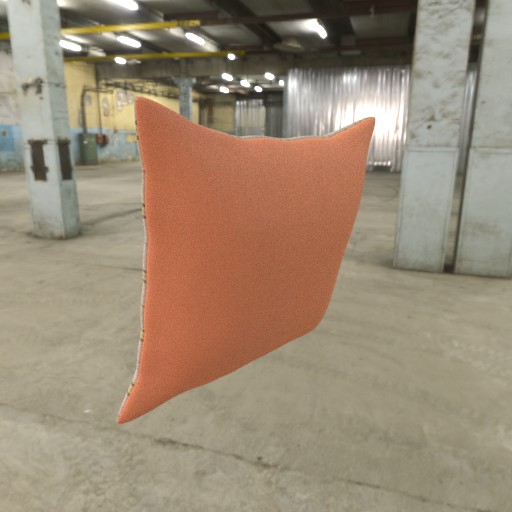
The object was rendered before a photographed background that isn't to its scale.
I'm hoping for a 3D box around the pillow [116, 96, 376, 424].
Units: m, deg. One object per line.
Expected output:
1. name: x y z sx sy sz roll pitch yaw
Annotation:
1. pillow: 0.000 0.000 0.687 0.453 0.430 0.200 -14 20 -43
